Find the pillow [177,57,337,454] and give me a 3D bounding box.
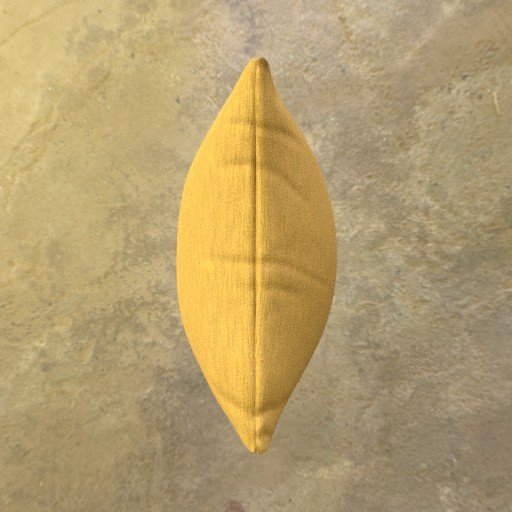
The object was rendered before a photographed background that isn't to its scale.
[{"bbox_3d":[0.000,0.000,0.678,0.247,0.417,0.435,0,89,0],"label":"pillow"}]
